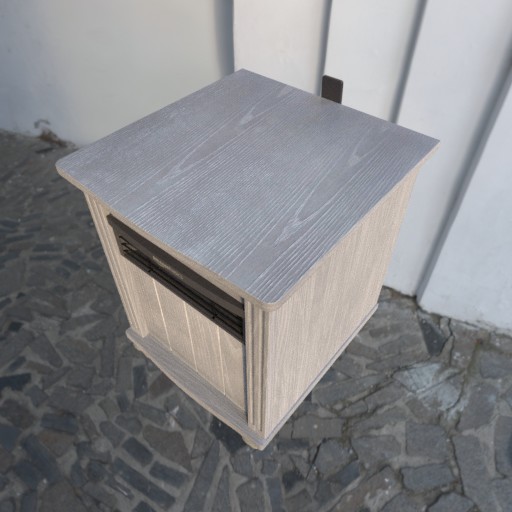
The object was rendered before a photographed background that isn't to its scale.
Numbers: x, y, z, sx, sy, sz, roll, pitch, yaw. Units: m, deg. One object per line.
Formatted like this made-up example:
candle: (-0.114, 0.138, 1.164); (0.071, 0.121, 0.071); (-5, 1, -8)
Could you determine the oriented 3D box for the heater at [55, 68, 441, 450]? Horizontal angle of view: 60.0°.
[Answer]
heater: (0.000, 0.000, 0.739); (0.362, 0.481, 0.400); (31, 54, 26)
